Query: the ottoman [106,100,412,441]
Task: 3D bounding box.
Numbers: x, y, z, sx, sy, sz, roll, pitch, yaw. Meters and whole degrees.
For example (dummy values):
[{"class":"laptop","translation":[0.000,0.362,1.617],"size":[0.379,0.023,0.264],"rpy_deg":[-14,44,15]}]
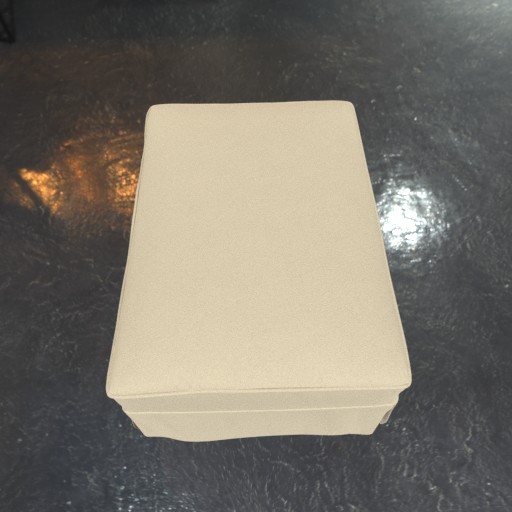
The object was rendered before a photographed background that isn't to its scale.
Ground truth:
[{"class":"ottoman","translation":[0.000,0.000,1.313],"size":[0.721,0.482,0.959],"rpy_deg":[-1,58,-1]}]
